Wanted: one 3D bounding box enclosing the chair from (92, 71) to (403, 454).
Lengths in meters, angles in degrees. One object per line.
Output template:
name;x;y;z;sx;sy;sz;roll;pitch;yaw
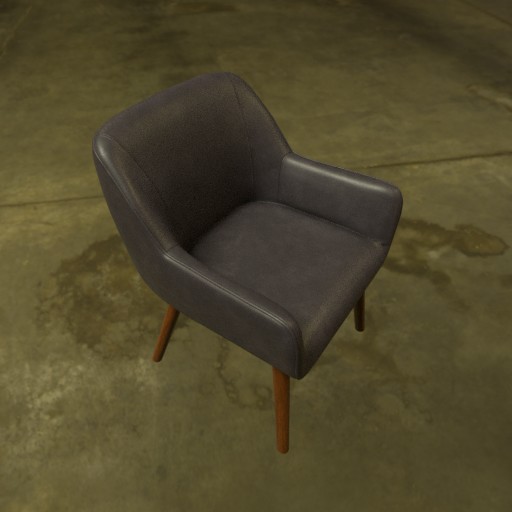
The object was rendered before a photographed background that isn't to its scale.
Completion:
chair;0.000;0.000;1.271;0.610;0.828;0.610;25;48;25
